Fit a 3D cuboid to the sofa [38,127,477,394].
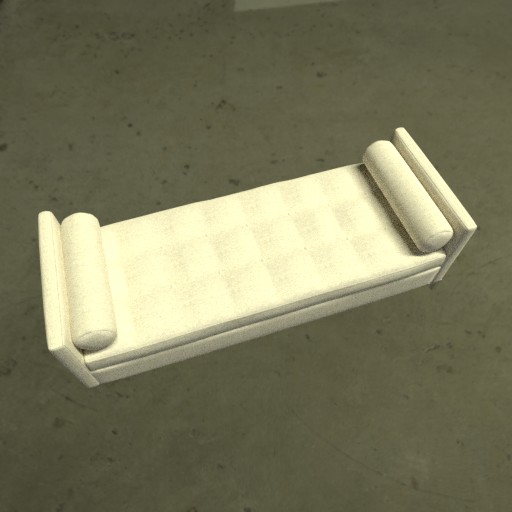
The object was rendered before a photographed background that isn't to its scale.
[{"bbox_3d":[0.000,0.000,2.483,2.102,0.655,0.797,-15,58,-10],"label":"sofa"}]
